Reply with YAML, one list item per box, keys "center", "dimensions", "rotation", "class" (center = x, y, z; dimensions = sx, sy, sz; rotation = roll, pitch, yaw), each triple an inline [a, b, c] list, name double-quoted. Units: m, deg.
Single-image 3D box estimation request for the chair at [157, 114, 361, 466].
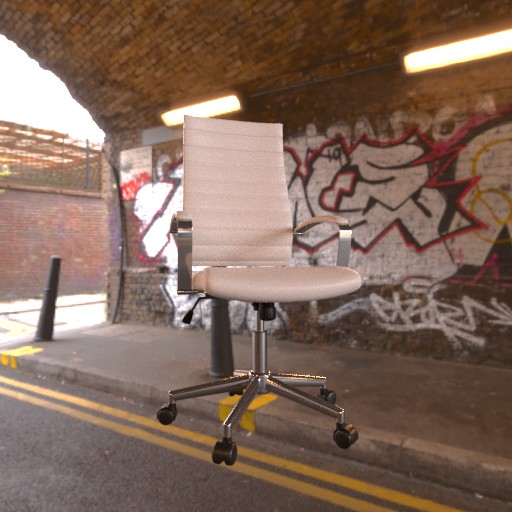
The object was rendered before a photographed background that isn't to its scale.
- center: [0.000, 0.000, 1.569]
  dimensions: [0.679, 1.149, 0.679]
  rotation: [0, 0, -18]
  class: "chair"
